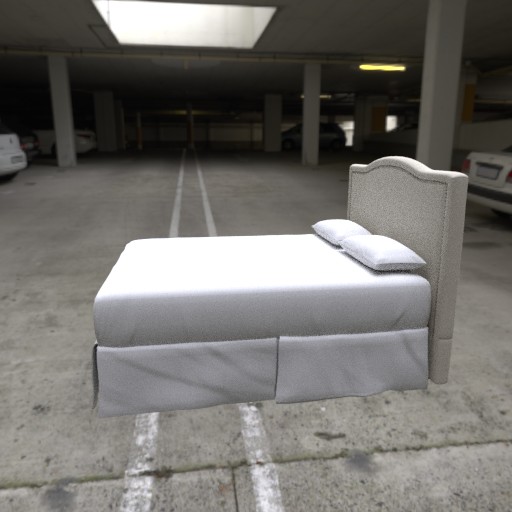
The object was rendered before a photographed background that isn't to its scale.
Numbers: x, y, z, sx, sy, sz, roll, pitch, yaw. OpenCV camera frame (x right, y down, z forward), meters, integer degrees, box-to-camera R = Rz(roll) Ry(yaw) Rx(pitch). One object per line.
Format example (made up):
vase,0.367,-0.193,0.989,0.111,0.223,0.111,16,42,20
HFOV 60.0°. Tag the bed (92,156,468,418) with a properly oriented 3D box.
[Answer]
bed,0.000,0.000,3.310,2.196,1.449,1.741,-2,13,-8
